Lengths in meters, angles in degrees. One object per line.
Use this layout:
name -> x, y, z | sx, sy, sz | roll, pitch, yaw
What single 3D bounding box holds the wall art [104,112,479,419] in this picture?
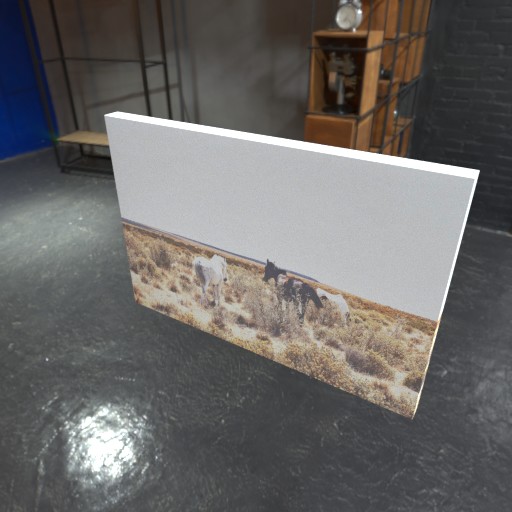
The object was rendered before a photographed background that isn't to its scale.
wall art -> 0.000, 0.000, 1.139 | 0.914, 0.610, 0.050 | 17, 34, 27
